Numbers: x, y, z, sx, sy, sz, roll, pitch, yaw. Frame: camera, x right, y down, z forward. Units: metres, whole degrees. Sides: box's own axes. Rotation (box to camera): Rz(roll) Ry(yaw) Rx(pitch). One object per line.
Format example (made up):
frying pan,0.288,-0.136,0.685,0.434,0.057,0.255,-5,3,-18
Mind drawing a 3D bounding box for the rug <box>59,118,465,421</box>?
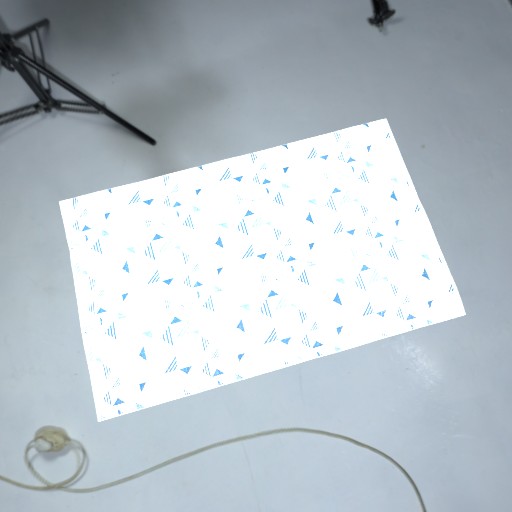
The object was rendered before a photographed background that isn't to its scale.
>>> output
rug,0.000,0.000,3.013,2.457,0.009,1.512,-15,75,-4
